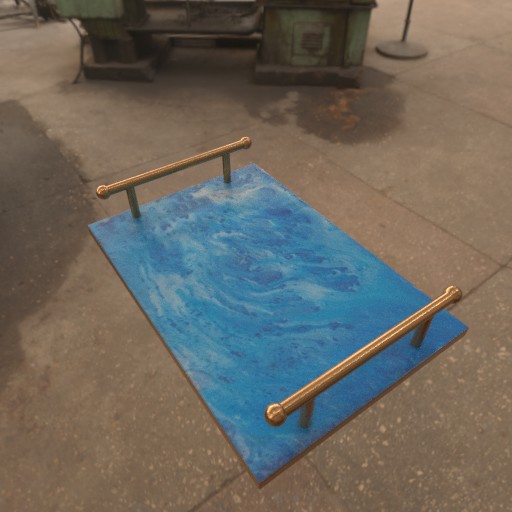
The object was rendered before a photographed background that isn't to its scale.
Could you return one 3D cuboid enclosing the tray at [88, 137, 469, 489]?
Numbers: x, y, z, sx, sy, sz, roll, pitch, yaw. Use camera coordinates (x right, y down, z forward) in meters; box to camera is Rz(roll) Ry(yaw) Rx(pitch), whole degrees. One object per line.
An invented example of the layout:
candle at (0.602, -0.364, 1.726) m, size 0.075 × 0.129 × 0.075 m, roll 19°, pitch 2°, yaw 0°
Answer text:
tray at (0.000, 0.000, 0.573) m, size 0.304 × 0.084 × 0.444 m, roll -26°, pitch 49°, yaw -25°
